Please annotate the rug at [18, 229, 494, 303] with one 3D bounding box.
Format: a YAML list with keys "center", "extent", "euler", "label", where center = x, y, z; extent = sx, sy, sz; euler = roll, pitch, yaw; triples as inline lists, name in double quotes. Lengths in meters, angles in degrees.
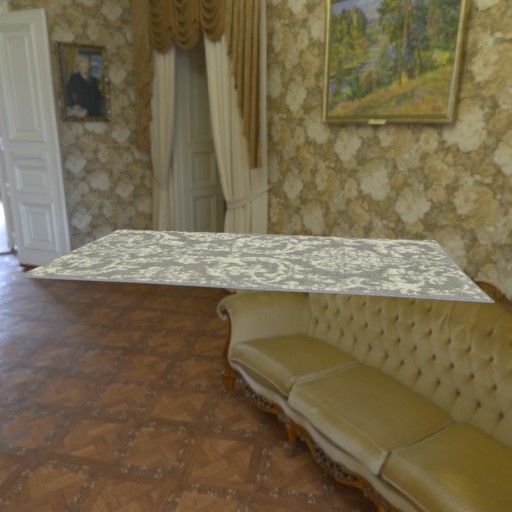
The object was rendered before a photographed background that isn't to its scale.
- center: [0.000, 0.000, 1.403]
  extent: [1.219, 0.007, 0.604]
  euler: [2, 16, 9]
  label: "rug"
